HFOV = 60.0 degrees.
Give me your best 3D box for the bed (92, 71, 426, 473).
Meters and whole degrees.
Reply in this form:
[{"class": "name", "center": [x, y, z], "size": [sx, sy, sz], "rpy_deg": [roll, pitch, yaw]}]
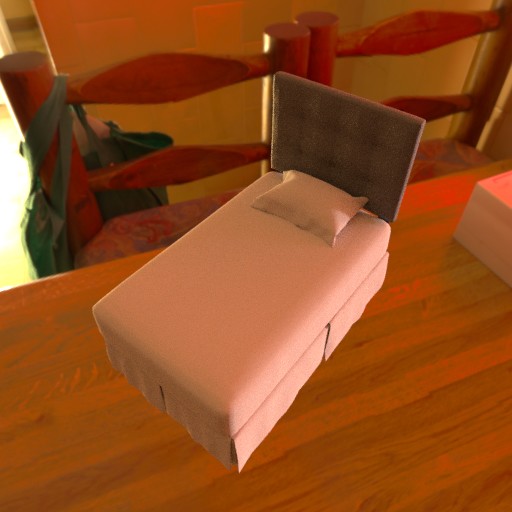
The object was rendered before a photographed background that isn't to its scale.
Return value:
[{"class": "bed", "center": [0.000, 0.000, 3.005], "size": [1.261, 1.571, 1.997], "rpy_deg": [30, 53, 26]}]
